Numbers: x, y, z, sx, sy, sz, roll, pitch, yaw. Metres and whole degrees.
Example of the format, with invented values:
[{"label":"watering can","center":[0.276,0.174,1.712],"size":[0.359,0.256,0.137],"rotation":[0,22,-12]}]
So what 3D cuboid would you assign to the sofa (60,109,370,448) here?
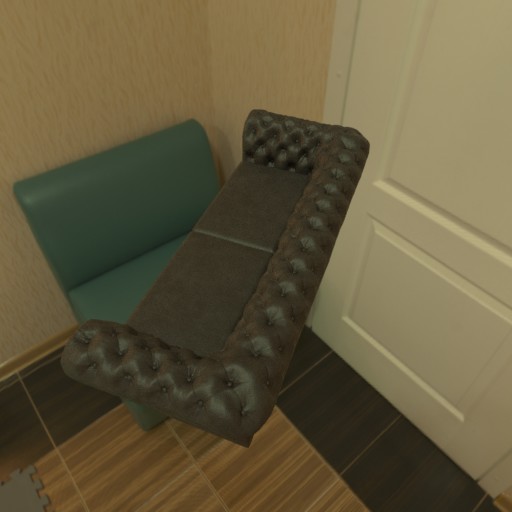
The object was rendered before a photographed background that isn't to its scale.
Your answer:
[{"label":"sofa","center":[0.000,0.000,2.786],"size":[0.944,0.783,2.385],"rotation":[16,48,15]}]
